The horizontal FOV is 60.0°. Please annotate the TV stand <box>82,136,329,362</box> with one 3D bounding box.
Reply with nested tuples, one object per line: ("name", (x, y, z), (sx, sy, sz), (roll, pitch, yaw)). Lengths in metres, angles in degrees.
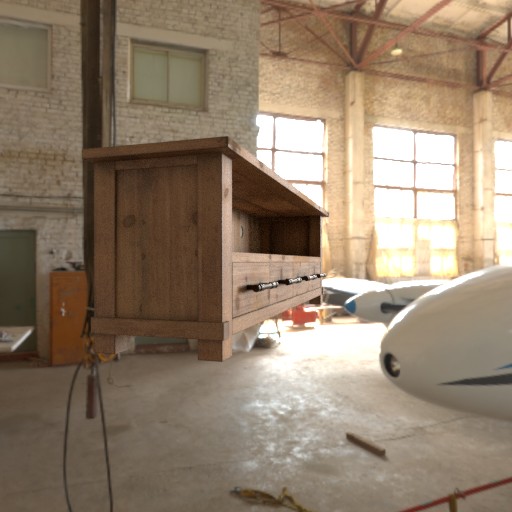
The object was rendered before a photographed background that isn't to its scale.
("TV stand", (0.000, 0.000, 2.016), (0.453, 0.573, 1.804), (0, -1, 17))
